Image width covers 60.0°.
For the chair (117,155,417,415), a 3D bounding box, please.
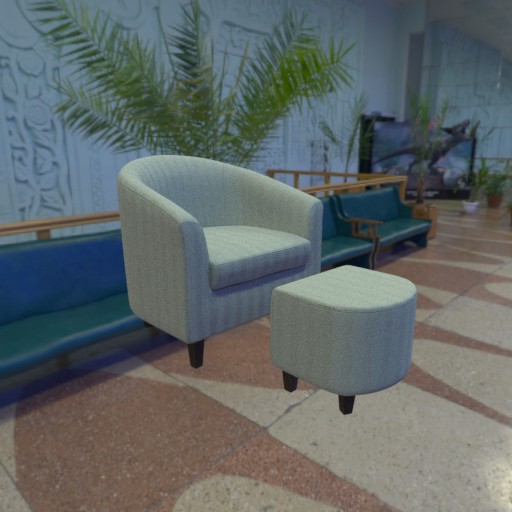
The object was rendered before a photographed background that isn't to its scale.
[{"bbox_3d":[0.000,0.000,1.753,0.756,0.757,1.288,-14,20,-43],"label":"chair"}]
